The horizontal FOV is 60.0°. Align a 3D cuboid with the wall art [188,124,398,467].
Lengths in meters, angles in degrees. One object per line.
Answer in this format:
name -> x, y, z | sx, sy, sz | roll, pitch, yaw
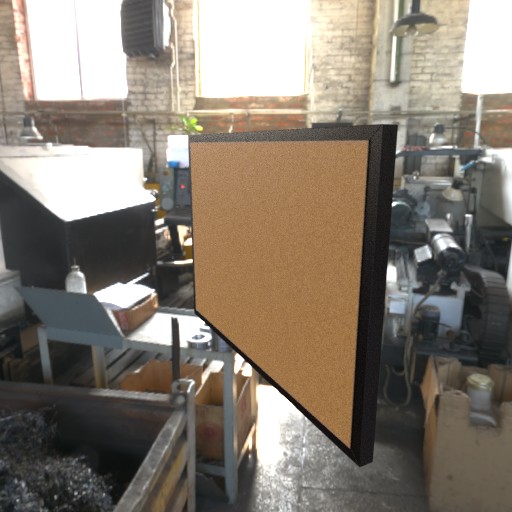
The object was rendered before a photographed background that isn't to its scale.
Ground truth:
wall art -> 0.000, 0.000, 0.846 | 0.027, 0.458, 0.657 | -7, 16, -27
